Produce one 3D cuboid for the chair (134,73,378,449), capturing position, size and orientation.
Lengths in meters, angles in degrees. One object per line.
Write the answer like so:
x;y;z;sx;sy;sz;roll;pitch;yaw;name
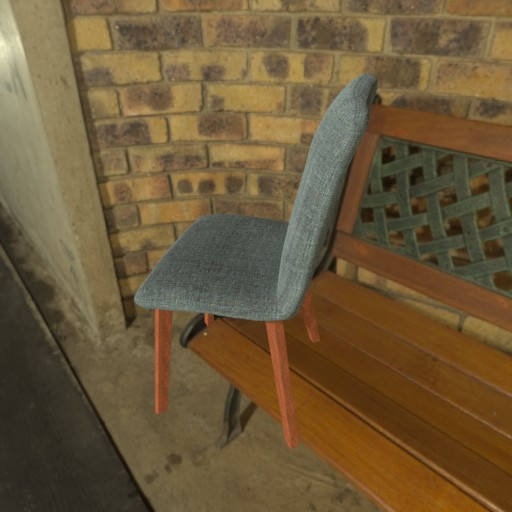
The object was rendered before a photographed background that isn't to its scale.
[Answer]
0.000;0.000;1.305;0.563;0.974;0.522;8;32;13;chair
